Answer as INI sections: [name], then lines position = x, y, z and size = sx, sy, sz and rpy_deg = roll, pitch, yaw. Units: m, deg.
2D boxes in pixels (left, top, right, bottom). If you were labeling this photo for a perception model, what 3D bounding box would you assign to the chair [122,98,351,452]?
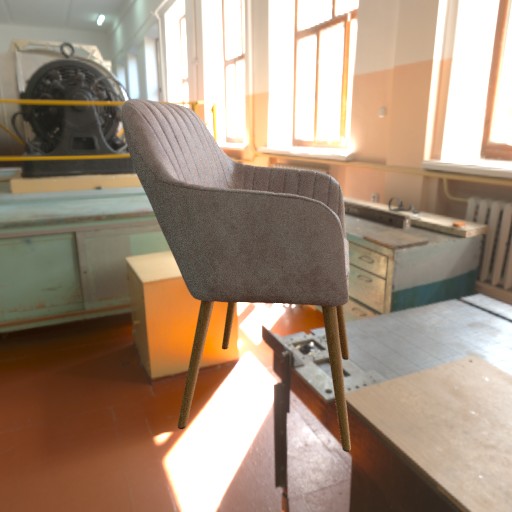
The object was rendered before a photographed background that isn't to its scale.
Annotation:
[chair]
position = 0.000, 0.000, 1.251
size = 0.570, 0.832, 0.610
rpy_deg = 3, 16, 10
